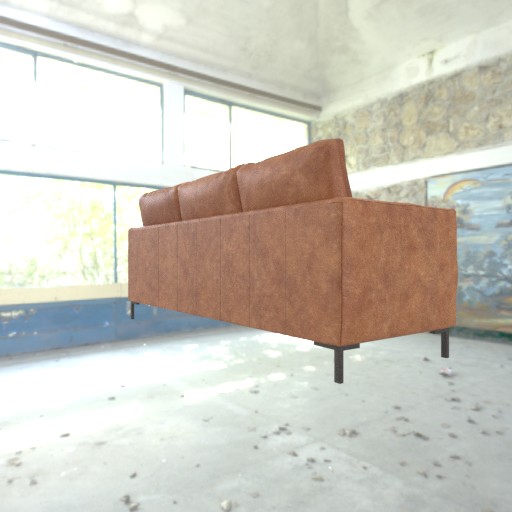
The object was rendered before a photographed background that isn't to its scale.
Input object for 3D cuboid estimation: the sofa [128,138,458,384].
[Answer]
[{"bbox_3d":[0.000,0.000,2.473,0.748,0.863,2.029,0,0,-36],"label":"sofa"}]
